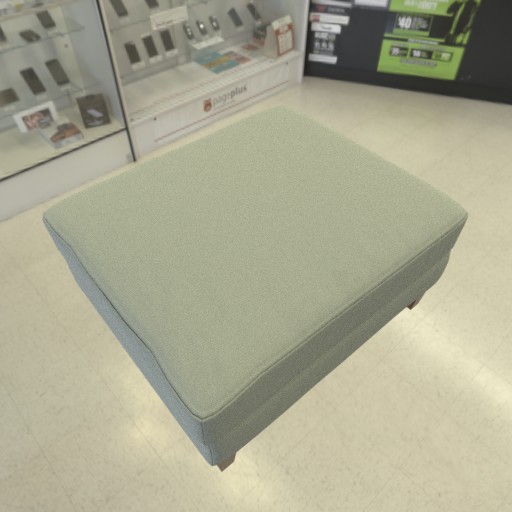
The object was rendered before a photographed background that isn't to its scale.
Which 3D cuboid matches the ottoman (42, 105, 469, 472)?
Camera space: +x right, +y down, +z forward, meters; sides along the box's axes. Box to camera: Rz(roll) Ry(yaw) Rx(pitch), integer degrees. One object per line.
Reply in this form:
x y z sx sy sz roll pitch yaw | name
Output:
0.000 0.000 1.436 0.991 0.494 0.842 -32 55 -26 | ottoman
